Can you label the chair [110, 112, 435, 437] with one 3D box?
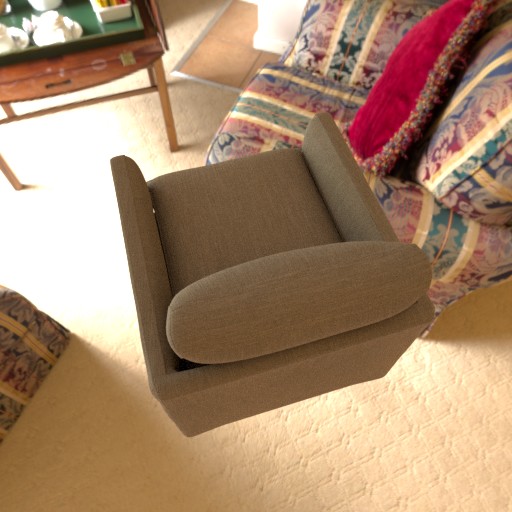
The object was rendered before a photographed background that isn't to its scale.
[{"bbox_3d":[0.000,0.000,1.441,0.763,0.811,0.834,-14,60,-8],"label":"chair"}]
